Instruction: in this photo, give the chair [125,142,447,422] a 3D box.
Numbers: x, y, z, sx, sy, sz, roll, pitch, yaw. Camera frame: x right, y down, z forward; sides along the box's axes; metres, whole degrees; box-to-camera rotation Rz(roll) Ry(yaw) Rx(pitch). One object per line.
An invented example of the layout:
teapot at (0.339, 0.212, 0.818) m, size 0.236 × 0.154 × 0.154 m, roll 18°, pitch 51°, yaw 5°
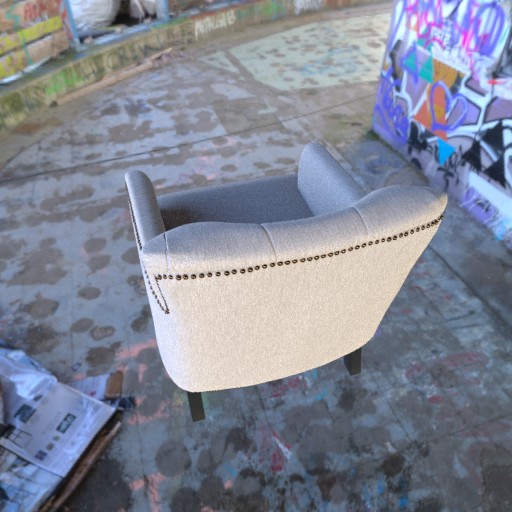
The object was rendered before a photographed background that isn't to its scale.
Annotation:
chair at (0.000, 0.000, 1.468) m, size 0.737 × 0.823 × 0.902 m, roll -12°, pitch 42°, yaw -14°
